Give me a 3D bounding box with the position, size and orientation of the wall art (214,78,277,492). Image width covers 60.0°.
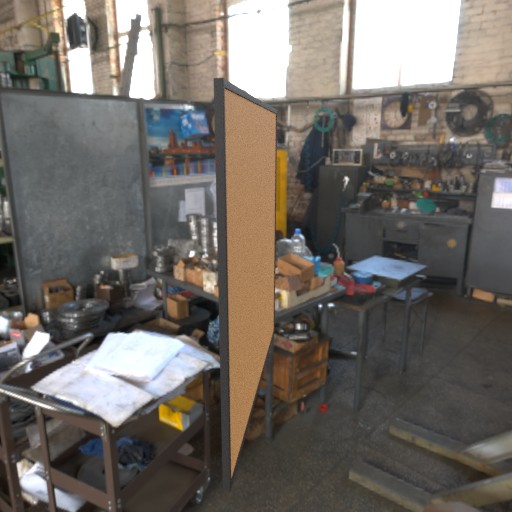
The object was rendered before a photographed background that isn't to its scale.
[{"bbox_3d":[0.000,0.000,0.993,0.015,0.663,0.664,2,15,9],"label":"wall art"}]
